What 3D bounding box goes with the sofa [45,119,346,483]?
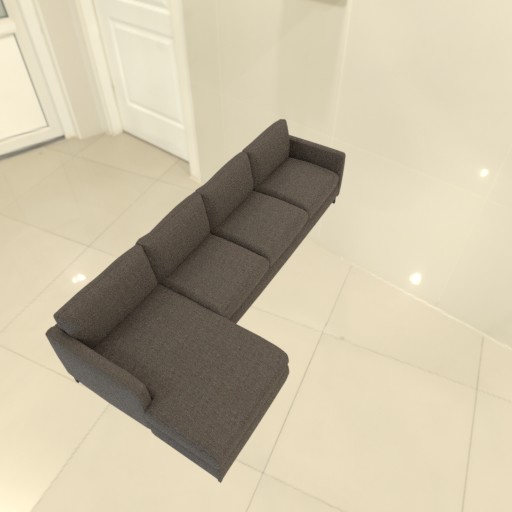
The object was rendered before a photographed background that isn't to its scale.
[{"bbox_3d":[0.000,0.000,3.264,1.258,0.754,2.731,24,50,21],"label":"sofa"}]
